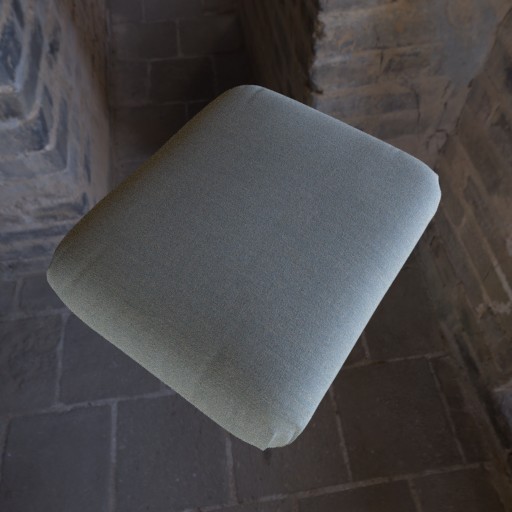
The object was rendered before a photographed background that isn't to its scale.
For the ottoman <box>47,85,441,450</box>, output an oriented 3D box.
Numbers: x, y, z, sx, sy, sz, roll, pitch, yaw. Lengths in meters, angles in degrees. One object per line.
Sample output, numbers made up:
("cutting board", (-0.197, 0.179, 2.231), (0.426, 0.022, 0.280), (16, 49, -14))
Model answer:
("ottoman", (0.000, 0.000, 1.093), (0.622, 0.450, 0.747), (31, 64, 17))
